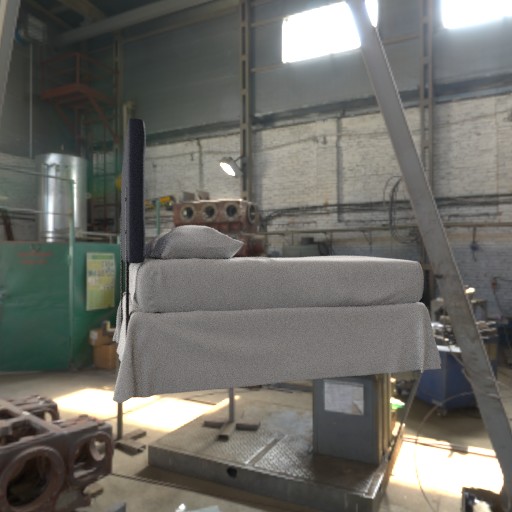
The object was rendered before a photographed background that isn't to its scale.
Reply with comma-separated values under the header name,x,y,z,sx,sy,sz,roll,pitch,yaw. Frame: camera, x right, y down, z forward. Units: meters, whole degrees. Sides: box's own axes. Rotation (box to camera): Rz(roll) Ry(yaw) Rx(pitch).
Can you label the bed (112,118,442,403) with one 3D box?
name,x,y,z,sx,sy,sz,roll,pitch,yaw
bed,0.000,0.000,3.599,2.222,1.577,1.936,0,0,-18
